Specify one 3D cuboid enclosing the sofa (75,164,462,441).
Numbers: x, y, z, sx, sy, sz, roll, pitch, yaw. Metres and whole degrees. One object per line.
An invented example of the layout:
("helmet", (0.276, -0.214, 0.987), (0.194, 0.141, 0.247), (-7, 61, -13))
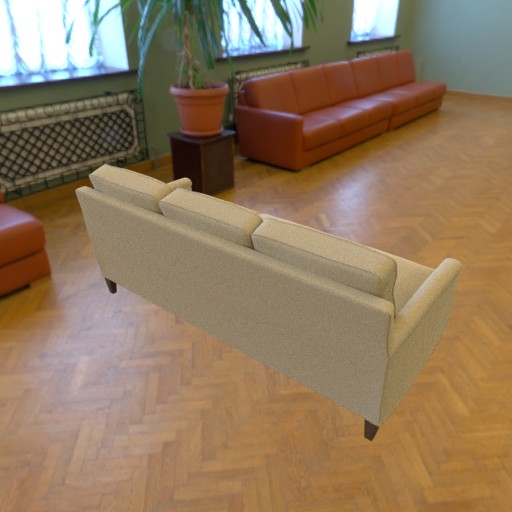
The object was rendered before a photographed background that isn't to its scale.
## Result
("sofa", (0.000, 0.000, 2.832), (2.246, 1.003, 1.084), (21, 36, 32))
